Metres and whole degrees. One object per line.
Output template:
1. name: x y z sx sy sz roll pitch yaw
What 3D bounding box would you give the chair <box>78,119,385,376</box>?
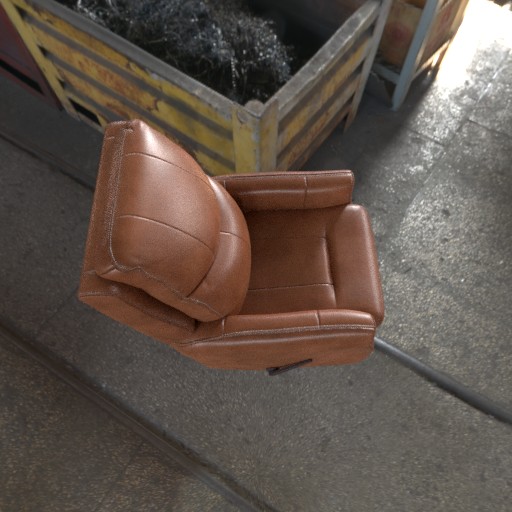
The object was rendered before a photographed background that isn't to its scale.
1. chair: 0.000 0.000 1.807 1.072 1.016 0.821 -1 64 -1
